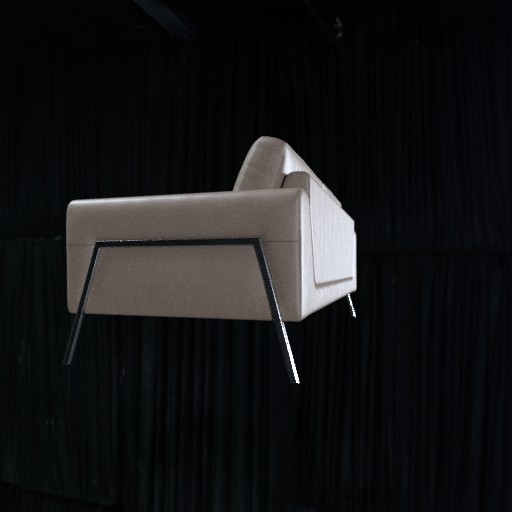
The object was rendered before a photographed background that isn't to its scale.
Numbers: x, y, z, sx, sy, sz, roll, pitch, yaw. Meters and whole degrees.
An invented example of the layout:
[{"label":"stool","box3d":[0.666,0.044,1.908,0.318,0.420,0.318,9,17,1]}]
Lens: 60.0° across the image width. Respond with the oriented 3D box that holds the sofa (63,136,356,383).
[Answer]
[{"label":"sofa","box3d":[0.000,0.000,2.537,0.953,0.875,2.017,0,-2,18]}]
